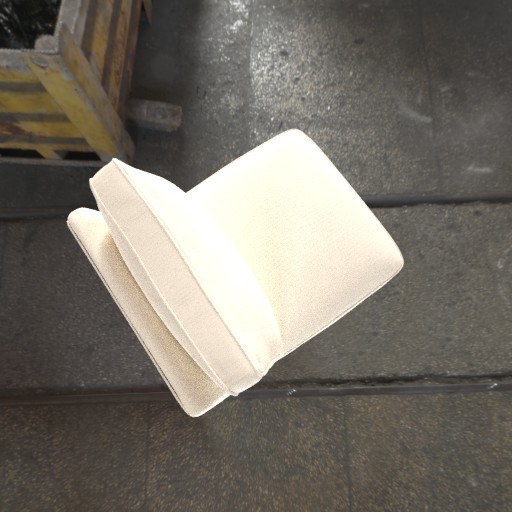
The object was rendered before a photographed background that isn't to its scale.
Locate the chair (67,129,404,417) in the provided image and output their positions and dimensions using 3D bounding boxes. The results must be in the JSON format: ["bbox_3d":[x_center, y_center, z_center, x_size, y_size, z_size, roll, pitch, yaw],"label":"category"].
[{"bbox_3d":[0.000,0.000,1.430,0.781,0.887,0.630,-34,78,-8],"label":"chair"}]
